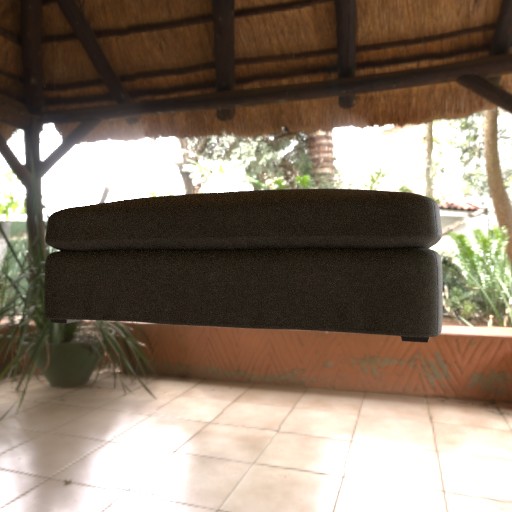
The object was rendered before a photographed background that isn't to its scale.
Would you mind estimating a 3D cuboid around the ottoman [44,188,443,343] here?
[{"bbox_3d":[0.000,0.000,1.612,1.199,0.429,0.840,0,-1,18],"label":"ottoman"}]
